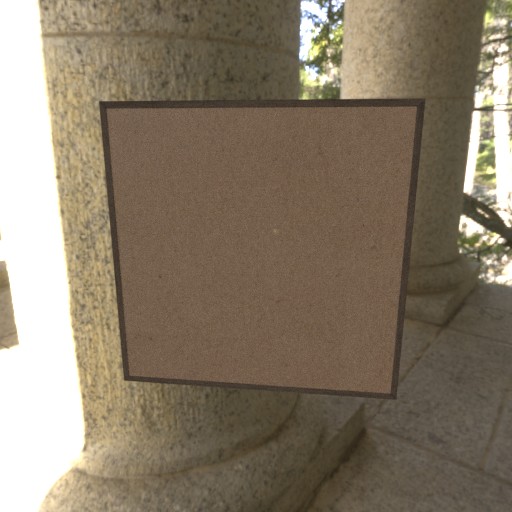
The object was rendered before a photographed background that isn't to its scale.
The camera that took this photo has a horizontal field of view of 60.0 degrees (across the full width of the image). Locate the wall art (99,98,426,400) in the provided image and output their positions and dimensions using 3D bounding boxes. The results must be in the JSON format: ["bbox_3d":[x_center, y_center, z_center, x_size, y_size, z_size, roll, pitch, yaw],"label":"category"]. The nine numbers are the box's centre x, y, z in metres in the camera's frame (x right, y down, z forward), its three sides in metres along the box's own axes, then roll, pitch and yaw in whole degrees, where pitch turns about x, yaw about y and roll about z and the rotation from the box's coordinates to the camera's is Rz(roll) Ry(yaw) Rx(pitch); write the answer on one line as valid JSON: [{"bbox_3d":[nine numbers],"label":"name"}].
[{"bbox_3d":[0.000,0.000,1.148,0.762,0.762,0.038,2,16,7],"label":"wall art"}]
